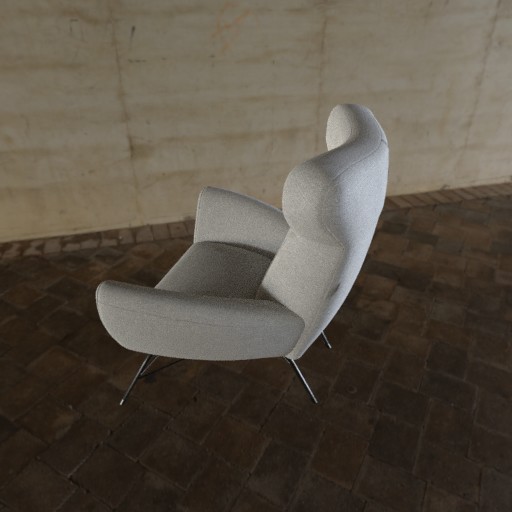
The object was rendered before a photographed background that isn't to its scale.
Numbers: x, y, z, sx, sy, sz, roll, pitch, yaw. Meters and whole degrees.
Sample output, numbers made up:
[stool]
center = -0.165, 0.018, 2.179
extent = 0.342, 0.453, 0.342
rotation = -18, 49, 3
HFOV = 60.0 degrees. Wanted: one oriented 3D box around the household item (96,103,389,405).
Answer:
[household item]
center = 0.000, 0.000, 1.742
extent = 0.900, 1.050, 0.980
rotation = 8, 31, 14
